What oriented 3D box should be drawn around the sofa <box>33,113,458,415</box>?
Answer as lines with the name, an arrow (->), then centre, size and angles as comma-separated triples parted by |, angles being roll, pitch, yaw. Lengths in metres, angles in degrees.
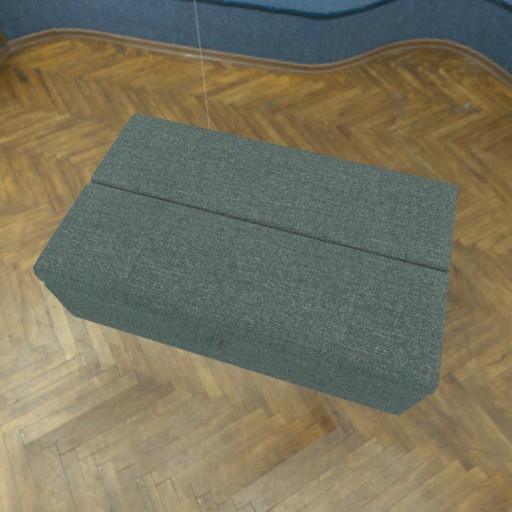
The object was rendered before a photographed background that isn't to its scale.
sofa -> 0.000, 0.000, 1.568 | 1.198, 0.417, 0.782 | 15, 60, 9
